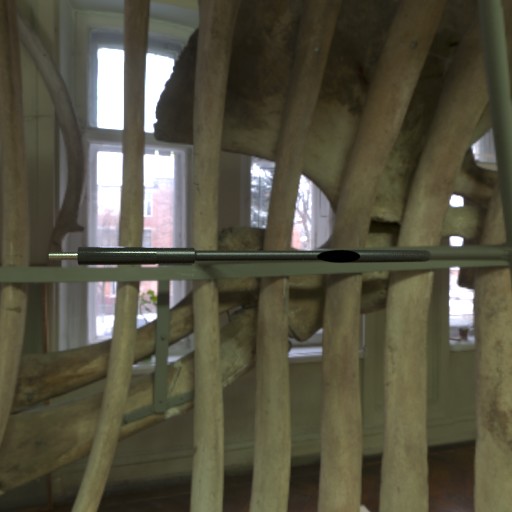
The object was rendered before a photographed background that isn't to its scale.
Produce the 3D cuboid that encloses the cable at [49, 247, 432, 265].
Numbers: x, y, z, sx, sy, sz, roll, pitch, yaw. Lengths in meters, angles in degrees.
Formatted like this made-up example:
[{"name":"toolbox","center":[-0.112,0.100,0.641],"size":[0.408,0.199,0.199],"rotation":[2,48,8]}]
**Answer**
[{"name":"cable","center":[0.000,0.000,0.112],"size":[0.098,0.006,0.040],"rotation":[0,0,-17]}]
